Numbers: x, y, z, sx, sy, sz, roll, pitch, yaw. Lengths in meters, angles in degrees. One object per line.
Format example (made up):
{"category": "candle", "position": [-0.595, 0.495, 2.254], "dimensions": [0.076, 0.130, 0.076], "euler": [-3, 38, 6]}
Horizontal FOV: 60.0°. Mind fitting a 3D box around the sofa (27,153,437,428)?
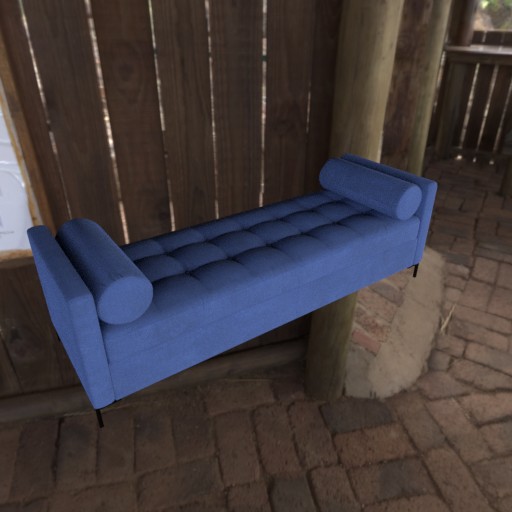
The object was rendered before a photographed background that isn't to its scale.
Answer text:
{"category": "sofa", "position": [0.000, 0.000, 2.329], "dimensions": [1.981, 0.635, 0.686], "euler": [-19, 35, -30]}
